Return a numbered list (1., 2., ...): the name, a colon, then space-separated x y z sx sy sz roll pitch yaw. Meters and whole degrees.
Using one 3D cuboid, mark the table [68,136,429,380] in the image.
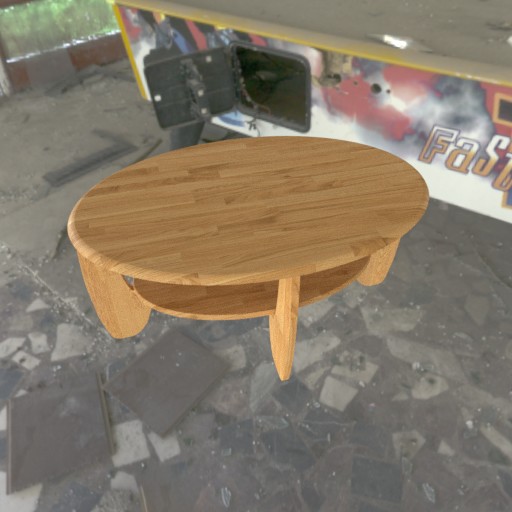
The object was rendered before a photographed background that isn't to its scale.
1. table: 0.000 0.000 1.422 1.040 0.490 0.690 -11 42 -12
